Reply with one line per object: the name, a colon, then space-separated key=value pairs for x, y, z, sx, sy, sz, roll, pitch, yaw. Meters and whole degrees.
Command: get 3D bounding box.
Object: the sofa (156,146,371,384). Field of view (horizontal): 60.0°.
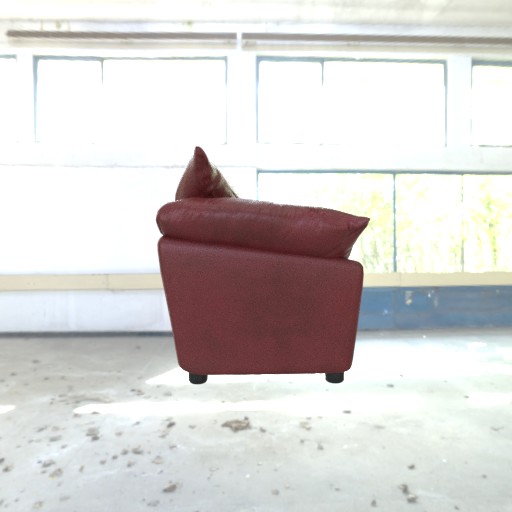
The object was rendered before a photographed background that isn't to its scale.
sofa: x=0.000 y=0.000 z=2.949 sx=0.907 sy=1.091 sz=2.390 roll=0 pitch=1 yaw=-1
